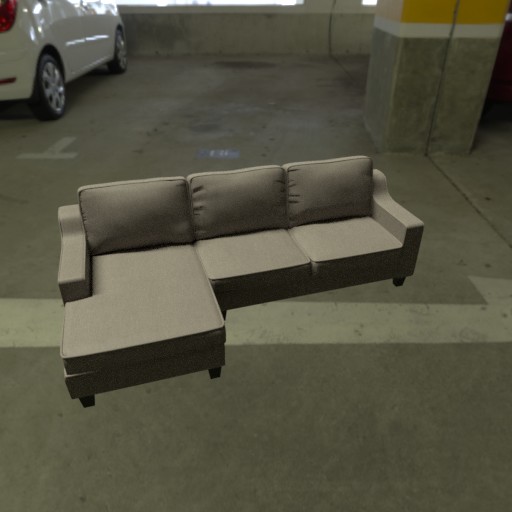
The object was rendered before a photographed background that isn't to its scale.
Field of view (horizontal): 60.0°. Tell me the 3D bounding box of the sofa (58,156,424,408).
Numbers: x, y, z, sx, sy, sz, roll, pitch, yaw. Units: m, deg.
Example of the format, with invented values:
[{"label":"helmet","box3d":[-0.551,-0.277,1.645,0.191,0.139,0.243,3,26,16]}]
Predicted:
[{"label":"sofa","box3d":[0.000,0.000,3.123,2.561,0.928,1.294,-9,33,-15]}]
